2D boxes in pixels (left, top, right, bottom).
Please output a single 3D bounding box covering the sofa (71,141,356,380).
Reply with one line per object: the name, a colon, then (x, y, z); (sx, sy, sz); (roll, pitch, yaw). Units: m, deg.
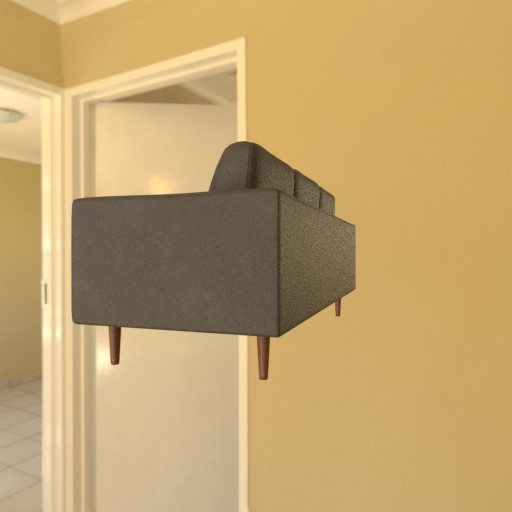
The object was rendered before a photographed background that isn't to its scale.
sofa: (0.000, 0.000, 2.534); (0.879, 0.899, 2.029); (0, 0, 20)
